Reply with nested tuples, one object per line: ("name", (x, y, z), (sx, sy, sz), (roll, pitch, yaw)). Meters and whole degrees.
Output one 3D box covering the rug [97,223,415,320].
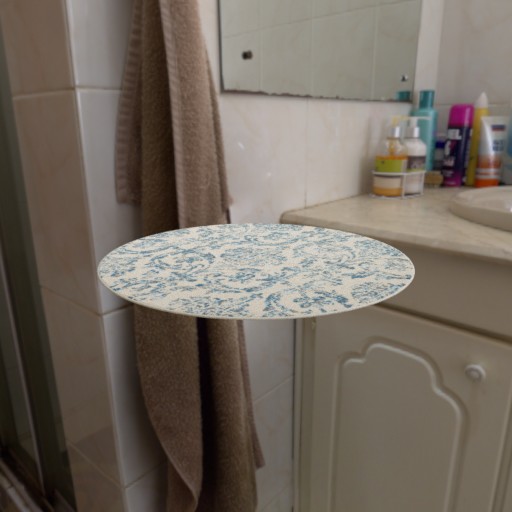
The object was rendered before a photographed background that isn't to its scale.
("rug", (0.000, 0.000, 2.350), (1.593, 0.012, 1.593), (0, 16, 0))
